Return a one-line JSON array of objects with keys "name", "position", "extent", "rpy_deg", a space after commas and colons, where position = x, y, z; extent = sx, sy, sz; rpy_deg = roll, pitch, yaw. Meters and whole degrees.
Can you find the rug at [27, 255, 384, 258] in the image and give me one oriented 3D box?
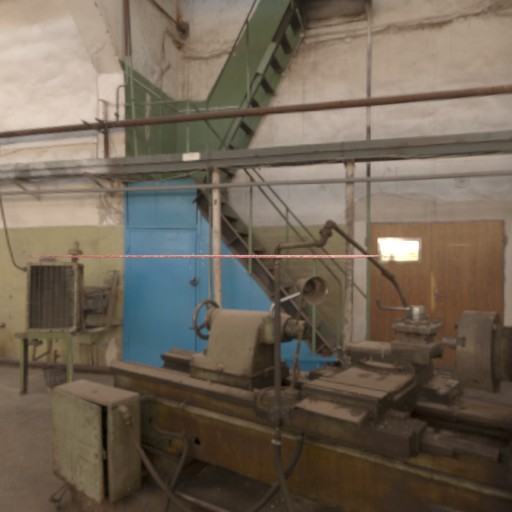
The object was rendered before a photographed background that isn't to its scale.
[{"name": "rug", "position": [0.000, 0.000, 2.337], "extent": [1.219, 0.006, 1.829], "rpy_deg": [0, 0, 19]}]
